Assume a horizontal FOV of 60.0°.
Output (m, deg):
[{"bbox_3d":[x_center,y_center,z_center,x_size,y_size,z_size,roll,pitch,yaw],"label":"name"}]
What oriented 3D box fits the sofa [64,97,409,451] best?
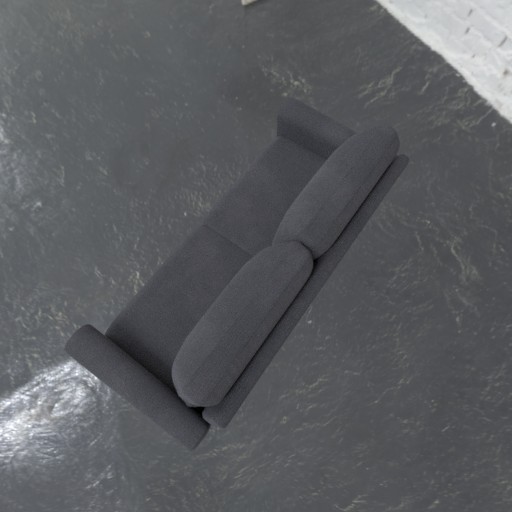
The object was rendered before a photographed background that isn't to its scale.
[{"bbox_3d":[0.000,0.000,2.416,0.842,0.942,1.935,33,68,15],"label":"sofa"}]
